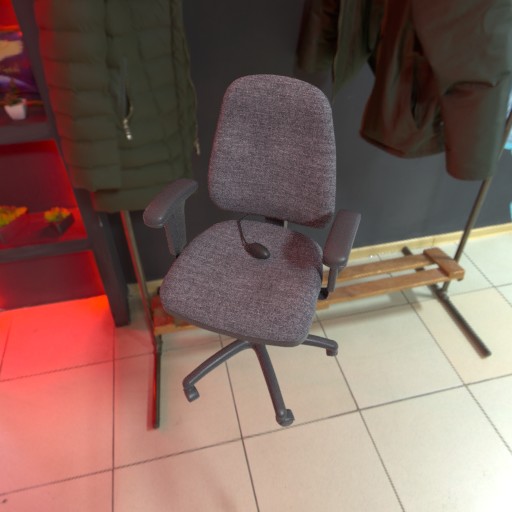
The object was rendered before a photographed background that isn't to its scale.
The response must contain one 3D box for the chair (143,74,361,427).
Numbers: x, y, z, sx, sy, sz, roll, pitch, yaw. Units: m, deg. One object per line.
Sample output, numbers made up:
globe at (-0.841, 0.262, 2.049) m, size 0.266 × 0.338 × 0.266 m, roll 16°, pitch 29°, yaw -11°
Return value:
chair at (0.000, 0.000, 1.266) m, size 0.550 × 0.910 × 0.530 m, roll 13°, pitch 43°, yaw 14°
